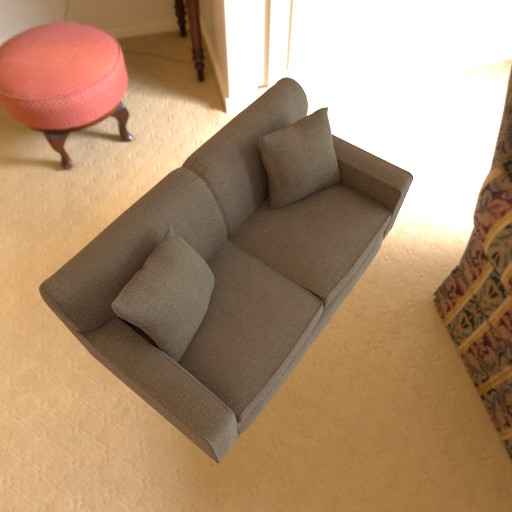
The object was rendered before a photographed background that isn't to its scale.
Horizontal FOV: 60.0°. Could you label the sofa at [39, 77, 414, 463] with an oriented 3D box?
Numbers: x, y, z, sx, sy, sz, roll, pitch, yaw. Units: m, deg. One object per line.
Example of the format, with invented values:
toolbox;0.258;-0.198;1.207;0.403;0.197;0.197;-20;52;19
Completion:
sofa;0.000;0.000;2.459;1.000;0.958;1.846;33;63;19
